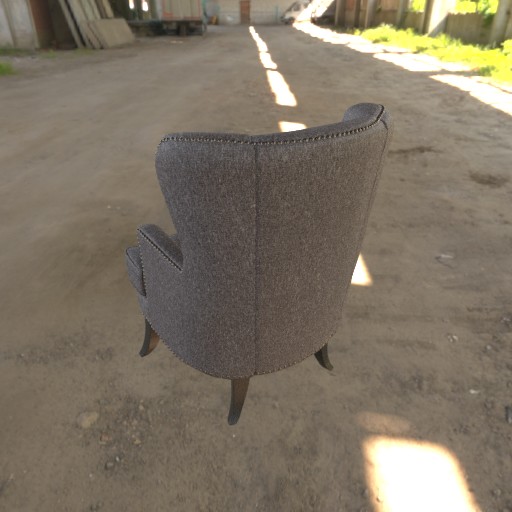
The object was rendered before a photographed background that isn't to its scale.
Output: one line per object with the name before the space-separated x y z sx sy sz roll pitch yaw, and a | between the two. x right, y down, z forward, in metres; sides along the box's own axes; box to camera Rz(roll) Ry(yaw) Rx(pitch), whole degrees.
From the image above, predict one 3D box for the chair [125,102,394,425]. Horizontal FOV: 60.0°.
chair | 0.000 0.000 1.609 0.759 1.060 0.758 -19 35 -30
